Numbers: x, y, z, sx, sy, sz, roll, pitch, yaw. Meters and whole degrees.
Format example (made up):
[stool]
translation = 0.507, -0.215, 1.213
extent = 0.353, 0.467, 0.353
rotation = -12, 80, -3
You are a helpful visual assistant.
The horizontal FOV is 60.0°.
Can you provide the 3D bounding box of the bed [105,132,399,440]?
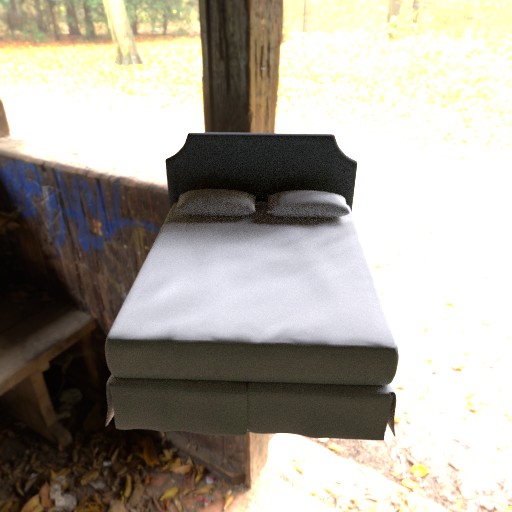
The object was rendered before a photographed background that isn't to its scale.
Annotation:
[bed]
translation = 0.000, 0.000, 3.378
extent = 1.811, 1.296, 2.259
rotation = 1, 30, 2
